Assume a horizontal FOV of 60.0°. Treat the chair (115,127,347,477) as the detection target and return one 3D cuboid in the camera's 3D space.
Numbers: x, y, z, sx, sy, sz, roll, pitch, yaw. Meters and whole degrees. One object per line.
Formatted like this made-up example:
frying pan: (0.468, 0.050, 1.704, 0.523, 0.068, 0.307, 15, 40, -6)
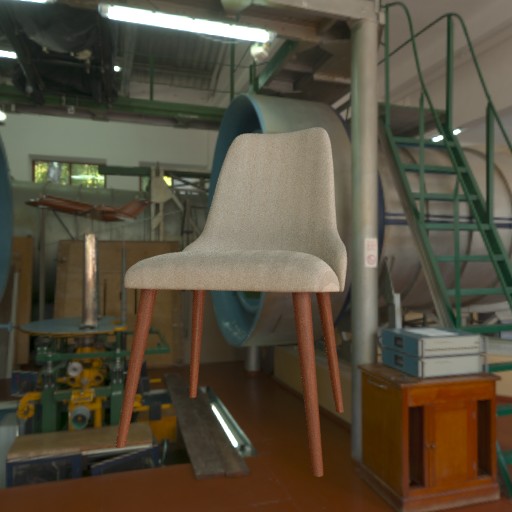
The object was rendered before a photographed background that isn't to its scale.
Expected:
chair: (0.000, 0.000, 1.313, 0.526, 0.917, 0.684, 0, -1, 17)
